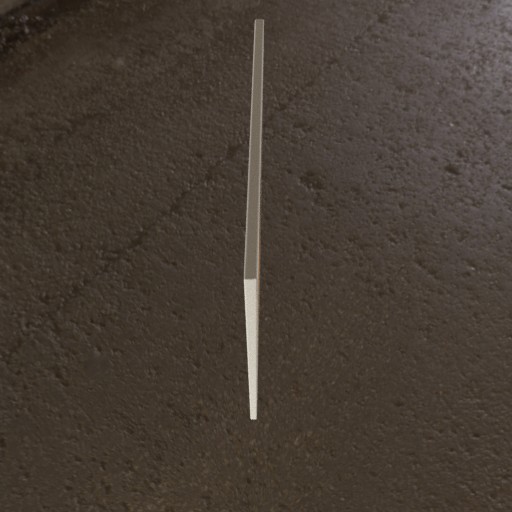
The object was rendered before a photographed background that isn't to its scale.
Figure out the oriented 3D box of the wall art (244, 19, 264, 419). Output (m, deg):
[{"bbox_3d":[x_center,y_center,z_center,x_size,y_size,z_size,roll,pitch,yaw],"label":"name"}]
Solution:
[{"bbox_3d":[0.000,0.000,0.684,0.012,0.529,0.374,1,58,1],"label":"wall art"}]
